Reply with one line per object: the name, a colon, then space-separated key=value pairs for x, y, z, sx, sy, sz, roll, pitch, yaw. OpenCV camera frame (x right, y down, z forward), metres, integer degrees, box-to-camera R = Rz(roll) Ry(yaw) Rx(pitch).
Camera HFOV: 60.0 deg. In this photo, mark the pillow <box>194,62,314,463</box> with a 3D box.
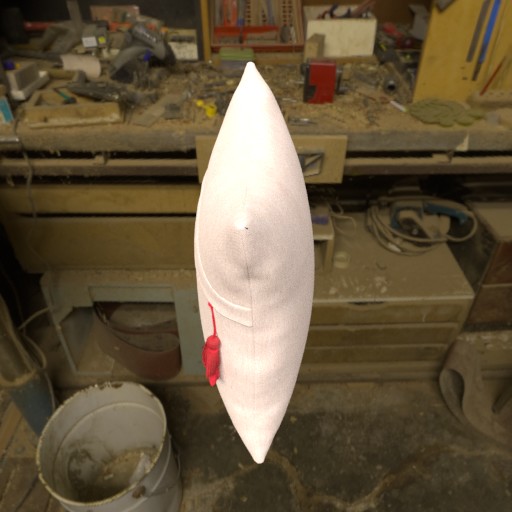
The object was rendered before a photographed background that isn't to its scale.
pillow: x=0.000 y=0.000 z=0.673 sx=0.173 sy=0.436 sz=0.433 roll=0 pitch=41 yaw=0
